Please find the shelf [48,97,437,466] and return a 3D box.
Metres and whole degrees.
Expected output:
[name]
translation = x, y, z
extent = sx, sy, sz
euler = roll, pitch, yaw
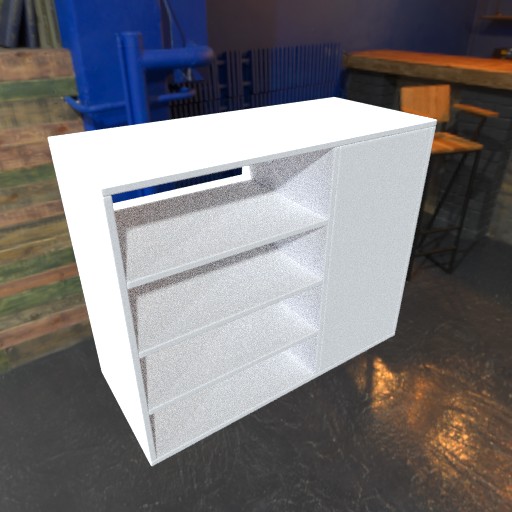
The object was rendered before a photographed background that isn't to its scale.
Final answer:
[shelf]
translation = 0.000, 0.000, 1.280
extent = 0.895, 0.732, 0.396
euler = -19, 35, -29
